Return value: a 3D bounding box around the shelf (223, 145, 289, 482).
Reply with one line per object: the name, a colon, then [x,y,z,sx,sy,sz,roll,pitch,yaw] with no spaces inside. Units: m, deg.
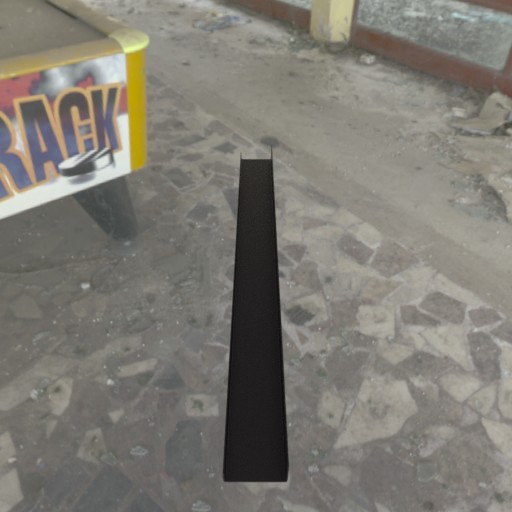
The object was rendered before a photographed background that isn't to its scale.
shelf: [0.000,0.000,0.965,0.092,0.049,0.924,0,42,0]
